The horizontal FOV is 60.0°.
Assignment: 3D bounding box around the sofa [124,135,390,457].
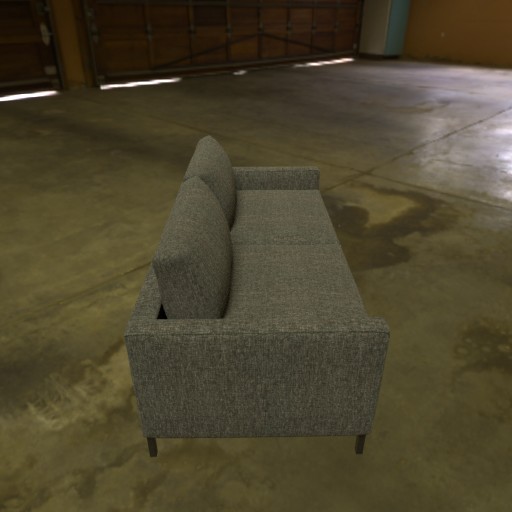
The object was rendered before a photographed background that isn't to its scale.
[{"bbox_3d":[0.000,0.000,2.216,0.866,0.862,1.716,0,29,-1],"label":"sofa"}]
